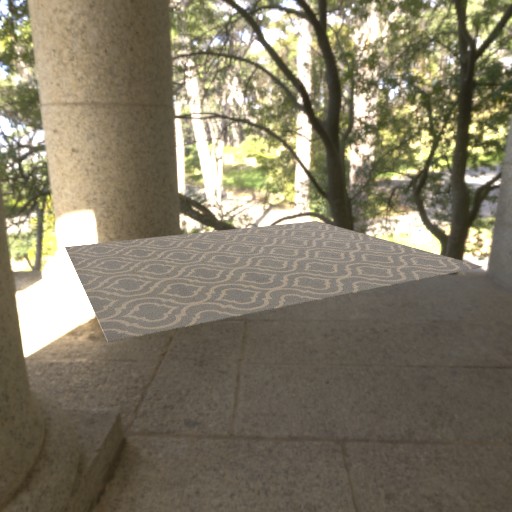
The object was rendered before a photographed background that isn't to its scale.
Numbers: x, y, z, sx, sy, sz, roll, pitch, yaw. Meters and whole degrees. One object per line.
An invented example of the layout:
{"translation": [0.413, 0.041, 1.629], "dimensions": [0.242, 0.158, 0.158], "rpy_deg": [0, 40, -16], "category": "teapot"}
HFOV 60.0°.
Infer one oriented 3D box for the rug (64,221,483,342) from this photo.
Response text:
{"translation": [0.000, 0.000, 3.863], "dimensions": [2.892, 0.006, 2.283], "rpy_deg": [-8, 17, -27], "category": "rug"}
